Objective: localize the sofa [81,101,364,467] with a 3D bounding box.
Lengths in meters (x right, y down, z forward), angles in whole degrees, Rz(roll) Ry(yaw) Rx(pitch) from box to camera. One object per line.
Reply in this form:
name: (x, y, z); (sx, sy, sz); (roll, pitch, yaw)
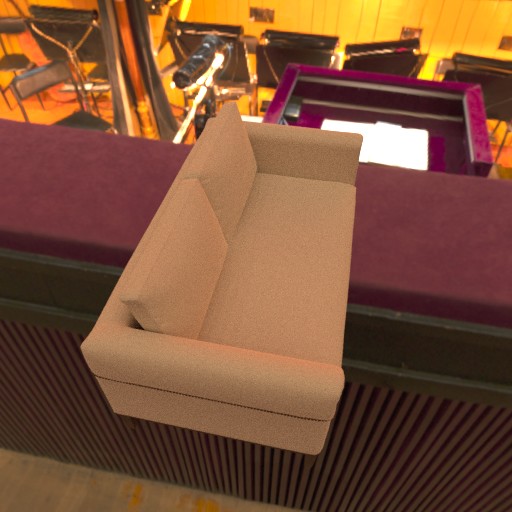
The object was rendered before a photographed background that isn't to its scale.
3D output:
sofa: (0.000, 0.000, 2.139); (0.905, 0.873, 1.598); (9, 47, 8)
